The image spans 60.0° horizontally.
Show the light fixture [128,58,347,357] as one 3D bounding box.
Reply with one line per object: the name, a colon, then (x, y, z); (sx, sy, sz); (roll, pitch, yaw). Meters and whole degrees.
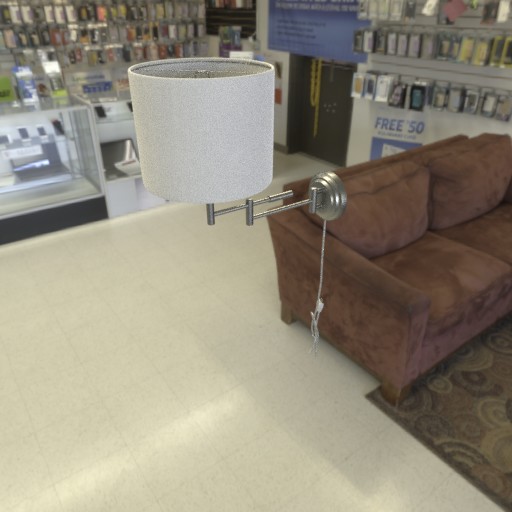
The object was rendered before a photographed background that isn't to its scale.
light fixture: (0.000, 0.000, 1.041); (0.479, 0.842, 0.253); (-19, 36, -28)
